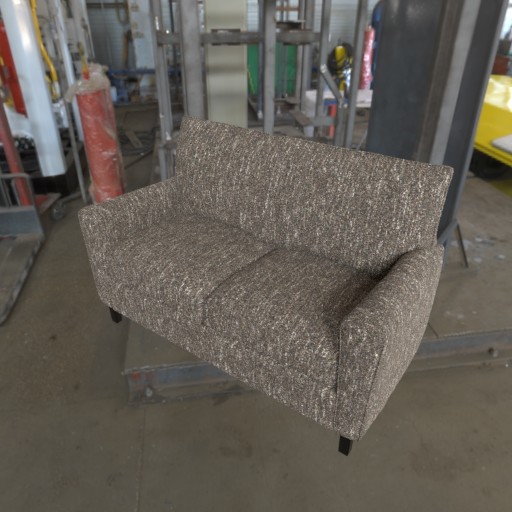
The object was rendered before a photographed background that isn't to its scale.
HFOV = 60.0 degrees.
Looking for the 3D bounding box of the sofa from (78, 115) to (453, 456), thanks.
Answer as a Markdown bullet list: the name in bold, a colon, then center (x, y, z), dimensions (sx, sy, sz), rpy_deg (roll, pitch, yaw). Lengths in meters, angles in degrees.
- **sofa**: center (0.000, 0.000, 2.050), dimensions (1.519, 0.946, 0.801), rpy_deg (20, 36, 30)
